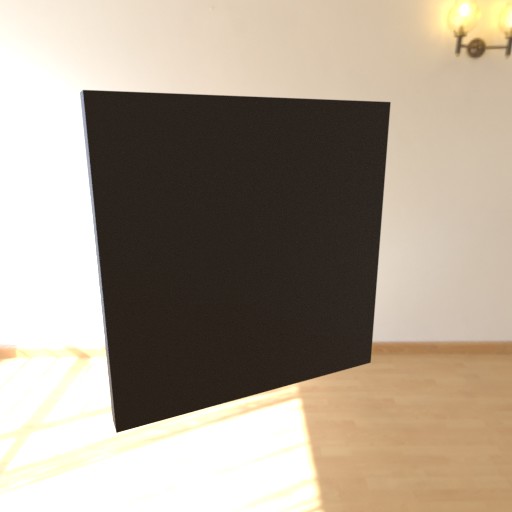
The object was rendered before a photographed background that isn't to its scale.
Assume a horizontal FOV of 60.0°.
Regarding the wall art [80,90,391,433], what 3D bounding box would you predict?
[{"bbox_3d":[0.000,0.000,0.752,0.507,0.507,0.038,-7,17,-25],"label":"wall art"}]
